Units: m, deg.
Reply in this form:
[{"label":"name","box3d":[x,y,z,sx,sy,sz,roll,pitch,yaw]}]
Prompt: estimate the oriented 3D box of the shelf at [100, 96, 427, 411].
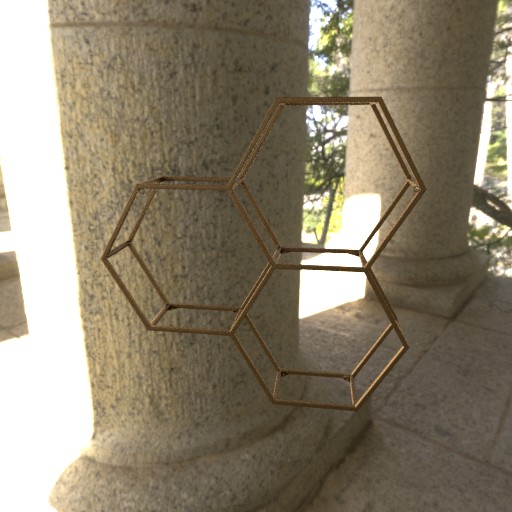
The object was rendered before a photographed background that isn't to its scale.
[{"label":"shelf","box3d":[0.000,0.000,1.051,0.708,0.701,0.150,2,17,8]}]
